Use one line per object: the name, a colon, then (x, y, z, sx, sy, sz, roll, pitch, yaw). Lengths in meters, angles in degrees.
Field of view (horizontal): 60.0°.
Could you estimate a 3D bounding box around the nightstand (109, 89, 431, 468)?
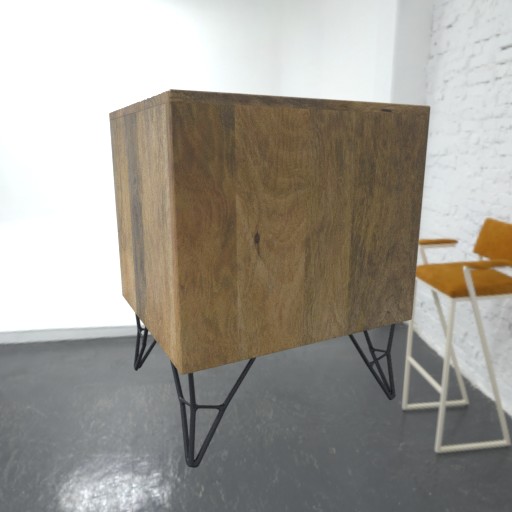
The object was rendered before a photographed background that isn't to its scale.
nightstand: (0.000, 0.000, 0.886, 0.457, 0.559, 0.406, -7, 15, -27)
